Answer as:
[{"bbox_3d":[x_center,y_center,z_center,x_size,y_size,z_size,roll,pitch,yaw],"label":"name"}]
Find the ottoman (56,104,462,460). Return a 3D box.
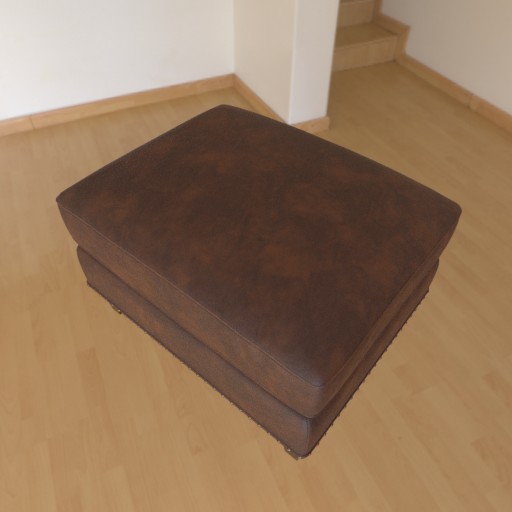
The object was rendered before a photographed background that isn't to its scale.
[{"bbox_3d":[0.000,0.000,1.114,0.742,0.486,0.586,31,54,26],"label":"ottoman"}]
